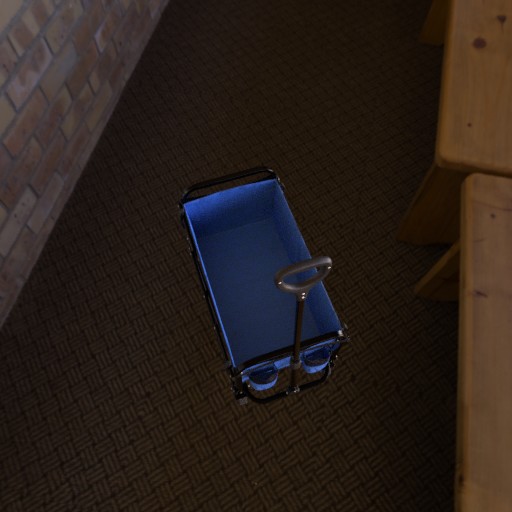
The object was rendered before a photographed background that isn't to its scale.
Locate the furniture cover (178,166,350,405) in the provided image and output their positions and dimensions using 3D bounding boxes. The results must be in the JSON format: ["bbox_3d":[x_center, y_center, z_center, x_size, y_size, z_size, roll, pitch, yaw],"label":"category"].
[{"bbox_3d":[0.000,0.000,1.828,0.532,1.295,1.038,-17,64,-8],"label":"furniture cover"}]
